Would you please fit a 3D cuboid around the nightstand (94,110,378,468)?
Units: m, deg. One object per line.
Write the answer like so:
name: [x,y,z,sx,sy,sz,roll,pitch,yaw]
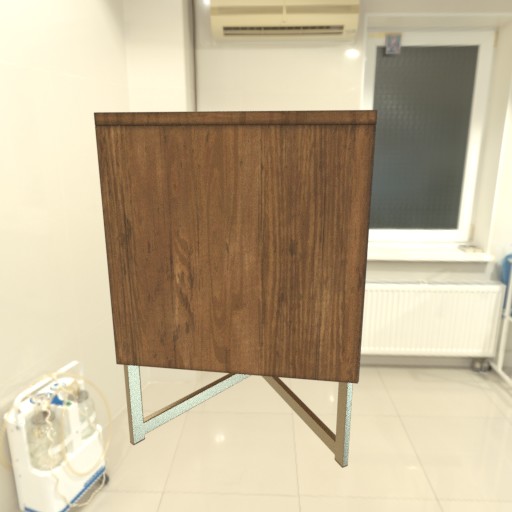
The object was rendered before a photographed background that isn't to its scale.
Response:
nightstand: [0.000,0.000,1.032,0.446,0.610,0.610,2,15,8]
